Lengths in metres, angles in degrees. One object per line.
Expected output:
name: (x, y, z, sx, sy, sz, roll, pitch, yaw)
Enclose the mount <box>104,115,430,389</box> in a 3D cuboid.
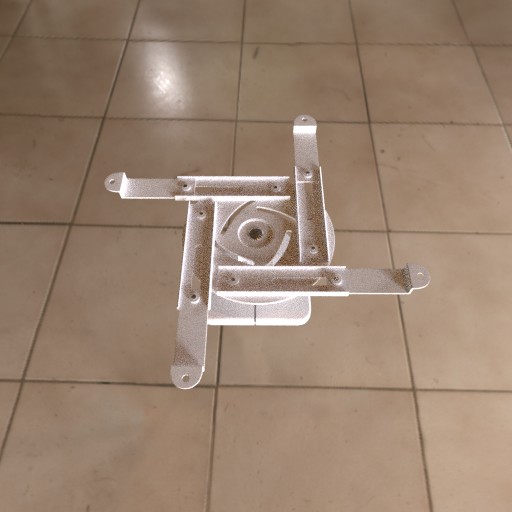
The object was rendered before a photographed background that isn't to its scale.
mount: (0.000, 0.000, 0.598, 0.394, 0.141, 0.394, 0, 58, 0)
